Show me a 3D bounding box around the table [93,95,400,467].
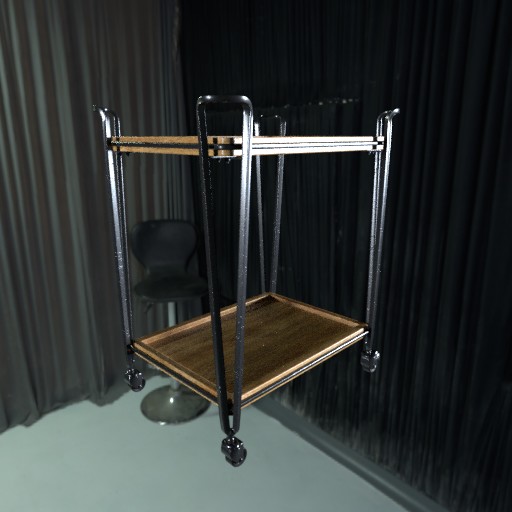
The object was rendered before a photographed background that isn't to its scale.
[{"bbox_3d":[0.000,0.000,1.239,0.505,0.785,0.672,15,21,43],"label":"table"}]
